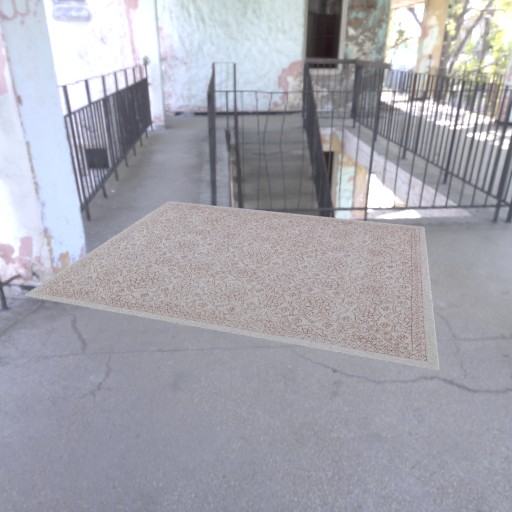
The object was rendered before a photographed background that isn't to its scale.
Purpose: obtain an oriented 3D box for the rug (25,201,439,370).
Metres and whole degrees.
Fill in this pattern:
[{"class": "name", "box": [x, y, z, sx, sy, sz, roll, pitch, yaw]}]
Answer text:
[{"class": "rug", "box": [0.000, 0.000, 4.125, 3.050, 0.015, 2.441, 7, 26, 15]}]
